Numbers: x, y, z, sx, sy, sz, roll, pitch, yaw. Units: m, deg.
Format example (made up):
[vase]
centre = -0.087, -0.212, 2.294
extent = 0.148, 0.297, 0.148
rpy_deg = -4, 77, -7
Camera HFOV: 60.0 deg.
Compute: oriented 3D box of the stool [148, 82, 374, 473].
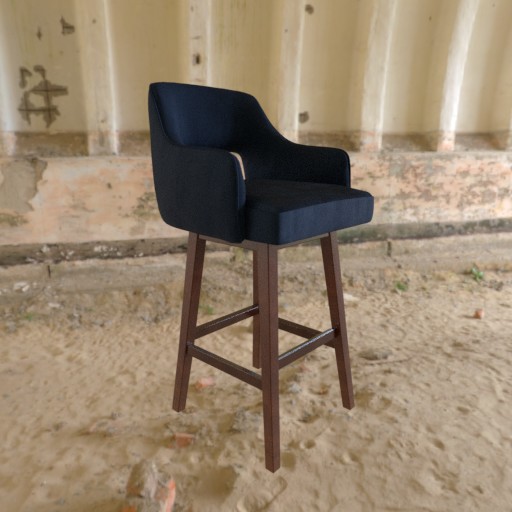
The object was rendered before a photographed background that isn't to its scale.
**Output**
[stool]
centre = 0.000, 0.000, 1.377
extent = 0.560, 1.041, 0.550
rpy_deg = 13, 19, 41
